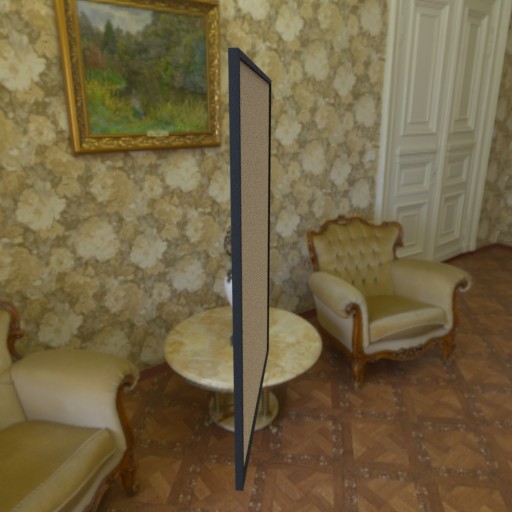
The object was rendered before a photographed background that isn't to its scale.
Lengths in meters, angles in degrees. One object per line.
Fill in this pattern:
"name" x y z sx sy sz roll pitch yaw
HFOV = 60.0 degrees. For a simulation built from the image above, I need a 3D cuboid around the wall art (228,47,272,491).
"wall art" 0.000 0.000 0.844 0.013 0.660 0.460 2 17 7
